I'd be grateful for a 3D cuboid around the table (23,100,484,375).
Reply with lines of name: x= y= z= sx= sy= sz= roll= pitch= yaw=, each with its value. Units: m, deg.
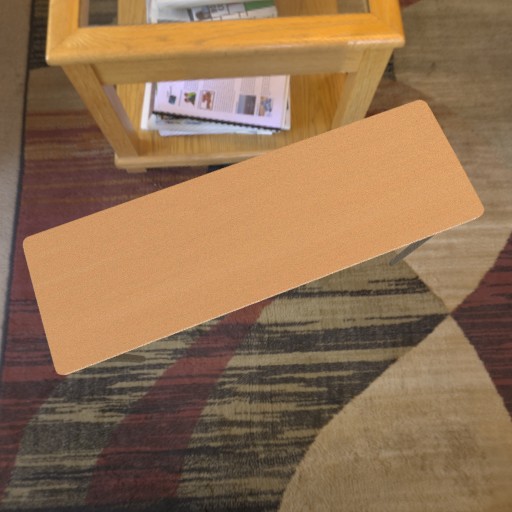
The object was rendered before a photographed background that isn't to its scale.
table: x=0.000 y=0.000 z=1.752 sx=1.397 sy=0.750 sz=0.446 roll=-20 pitch=76 yaw=-5
